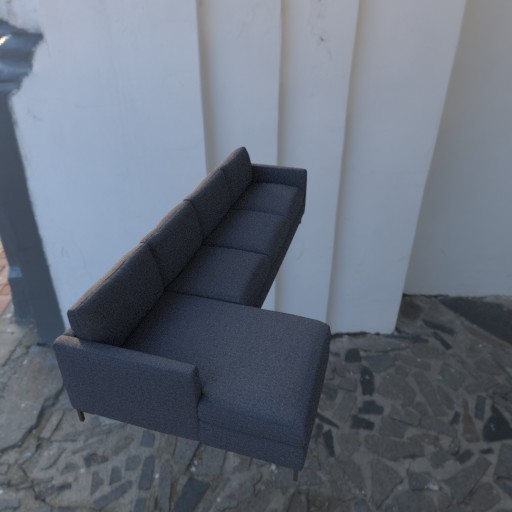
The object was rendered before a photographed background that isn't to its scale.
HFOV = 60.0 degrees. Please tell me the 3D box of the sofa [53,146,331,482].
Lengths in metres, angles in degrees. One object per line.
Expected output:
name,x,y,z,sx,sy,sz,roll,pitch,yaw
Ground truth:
sofa,0.000,0.000,2.815,1.125,0.673,2.445,9,32,14
